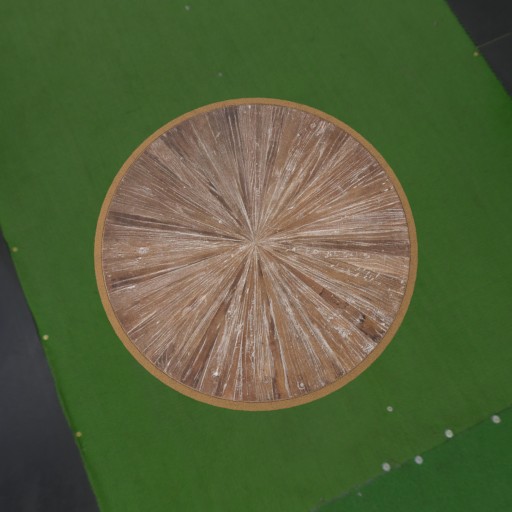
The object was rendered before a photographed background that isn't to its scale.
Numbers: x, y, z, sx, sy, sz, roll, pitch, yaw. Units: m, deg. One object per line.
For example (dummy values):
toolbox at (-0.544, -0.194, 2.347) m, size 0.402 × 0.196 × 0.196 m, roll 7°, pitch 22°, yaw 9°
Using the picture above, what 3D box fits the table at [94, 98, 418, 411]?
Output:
table at (0.000, 0.000, 1.568) m, size 1.001 × 0.409 × 1.001 m, roll 0°, pitch 76°, yaw 0°
